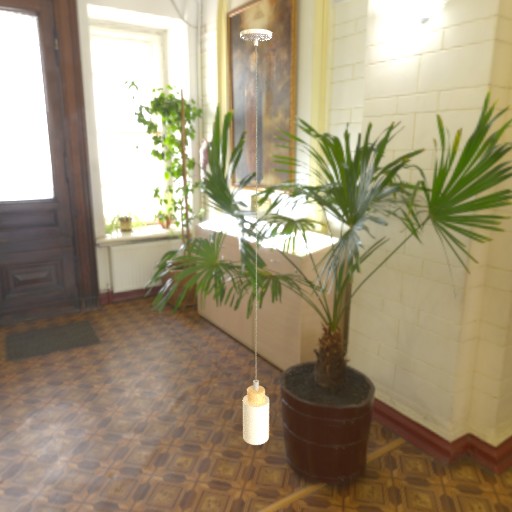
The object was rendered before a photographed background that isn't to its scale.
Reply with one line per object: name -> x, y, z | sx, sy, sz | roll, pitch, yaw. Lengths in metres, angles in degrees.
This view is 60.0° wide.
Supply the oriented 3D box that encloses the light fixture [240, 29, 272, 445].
light fixture -> 0.000, 0.000, 1.944 | 0.125, 1.798, 0.125 | 3, 13, 11
